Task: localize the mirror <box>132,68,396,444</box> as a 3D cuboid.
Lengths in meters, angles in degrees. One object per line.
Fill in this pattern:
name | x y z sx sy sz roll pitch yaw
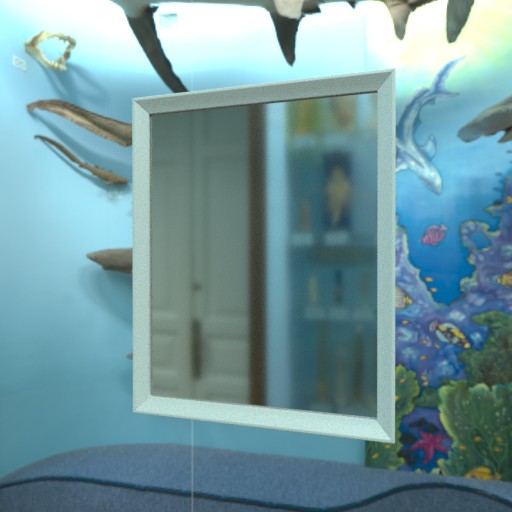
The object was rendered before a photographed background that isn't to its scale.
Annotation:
mirror | 0.000 0.000 0.677 0.406 0.509 0.041 0 0 17
